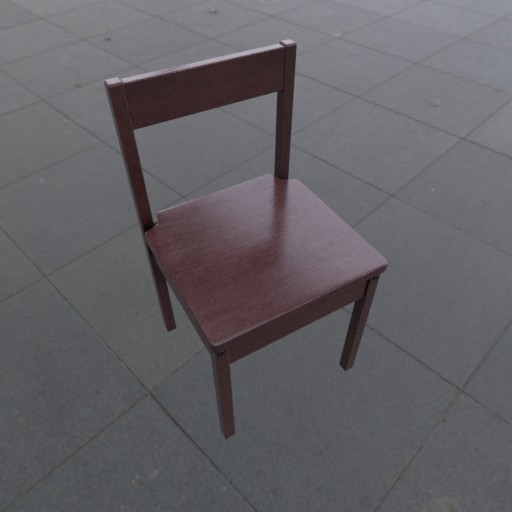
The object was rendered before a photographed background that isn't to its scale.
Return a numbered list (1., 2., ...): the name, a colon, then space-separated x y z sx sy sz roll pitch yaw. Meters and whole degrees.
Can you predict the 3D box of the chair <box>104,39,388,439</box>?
1. chair: 0.000 0.000 0.898 0.367 0.668 0.361 -23 50 -21
